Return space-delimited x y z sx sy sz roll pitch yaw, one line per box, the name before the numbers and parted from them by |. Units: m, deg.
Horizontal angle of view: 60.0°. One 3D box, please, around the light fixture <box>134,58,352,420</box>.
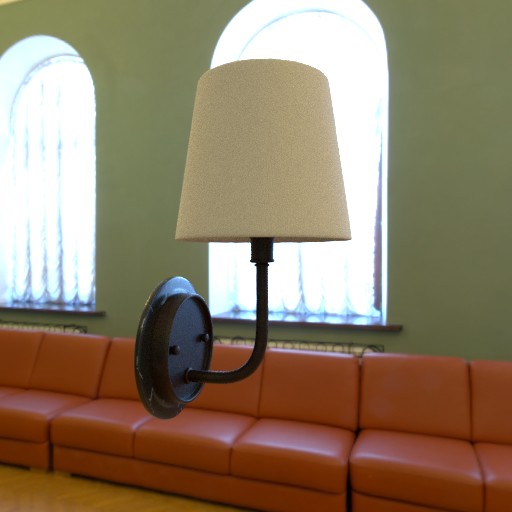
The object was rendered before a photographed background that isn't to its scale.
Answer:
light fixture | 0.000 0.000 0.441 0.188 0.337 0.168 0 0 18
